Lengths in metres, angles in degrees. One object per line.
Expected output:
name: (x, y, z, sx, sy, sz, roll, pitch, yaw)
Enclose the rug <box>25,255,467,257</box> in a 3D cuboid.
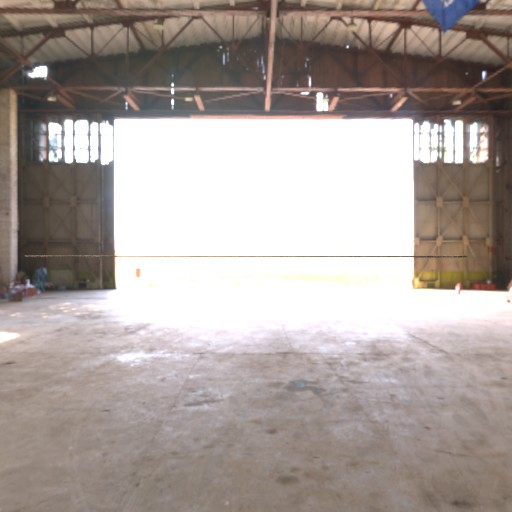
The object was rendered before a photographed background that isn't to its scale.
rug: (0.000, 0.000, 2.989, 2.442, 0.010, 1.546, 0, 0, 20)
